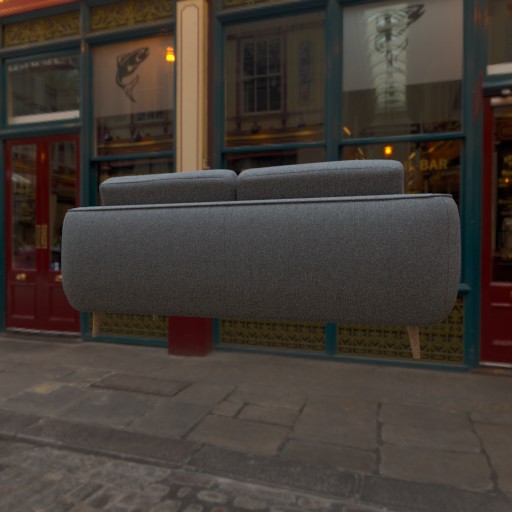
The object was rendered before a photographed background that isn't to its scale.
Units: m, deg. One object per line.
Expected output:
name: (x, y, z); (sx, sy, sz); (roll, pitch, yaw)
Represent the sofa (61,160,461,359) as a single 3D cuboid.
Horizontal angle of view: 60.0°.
sofa: (0.000, 0.000, 2.438); (2.000, 0.870, 0.920); (0, 0, 18)
